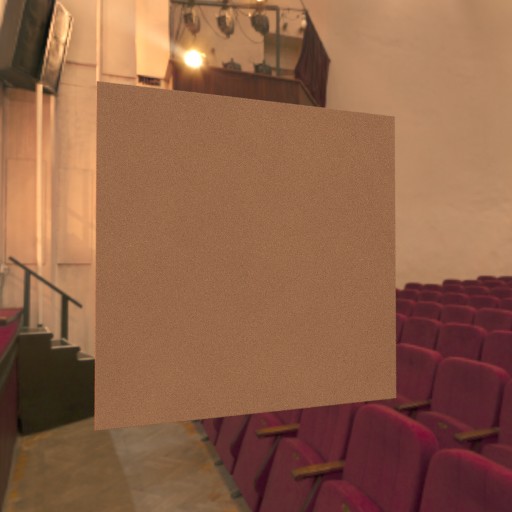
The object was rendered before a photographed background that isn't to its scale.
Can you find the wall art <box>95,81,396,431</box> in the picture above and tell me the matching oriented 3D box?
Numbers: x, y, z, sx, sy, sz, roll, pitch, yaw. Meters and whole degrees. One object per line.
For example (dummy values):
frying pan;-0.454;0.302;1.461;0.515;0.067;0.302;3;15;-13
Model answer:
wall art;0.000;0.000;0.450;0.305;0.305;0.038;0;-1;-18
